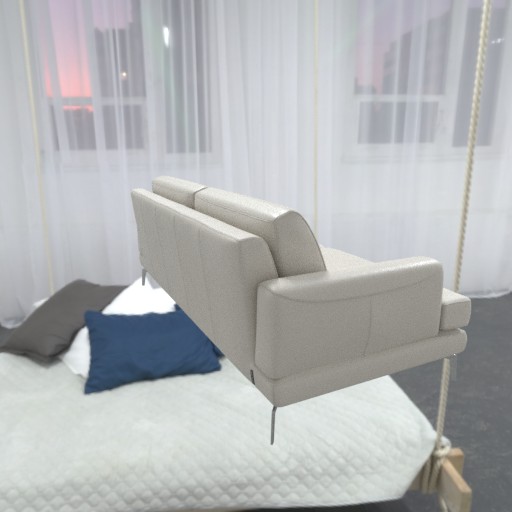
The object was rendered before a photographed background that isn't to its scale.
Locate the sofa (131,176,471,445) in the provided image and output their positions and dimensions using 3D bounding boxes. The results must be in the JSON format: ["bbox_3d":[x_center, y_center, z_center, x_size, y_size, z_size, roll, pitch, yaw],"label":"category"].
[{"bbox_3d":[0.000,0.000,2.371,0.974,0.765,1.940,-7,16,-26],"label":"sofa"}]
